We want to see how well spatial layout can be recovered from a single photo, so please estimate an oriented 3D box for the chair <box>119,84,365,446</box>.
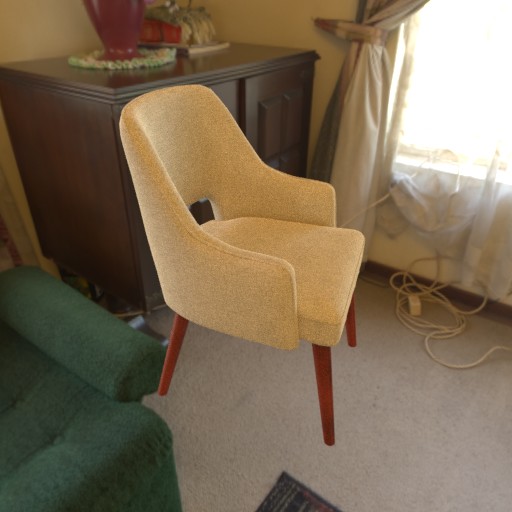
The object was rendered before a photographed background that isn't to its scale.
[{"bbox_3d":[0.000,0.000,1.259,0.605,0.849,0.548,10,32,16],"label":"chair"}]
